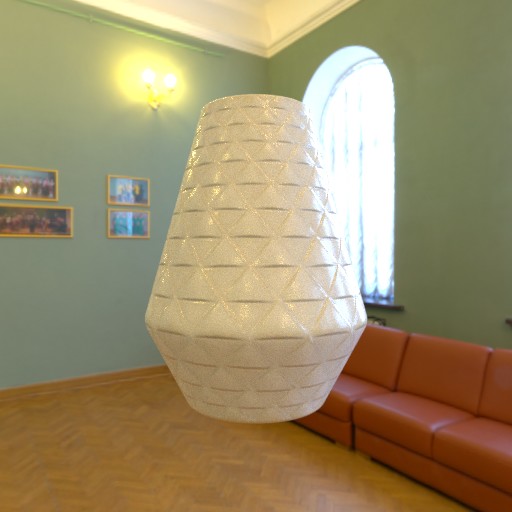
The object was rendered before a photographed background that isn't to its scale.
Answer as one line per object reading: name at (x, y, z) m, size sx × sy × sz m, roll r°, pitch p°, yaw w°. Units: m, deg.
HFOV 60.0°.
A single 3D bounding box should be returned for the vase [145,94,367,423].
vase at (0.000, 0.000, 0.359) m, size 0.175 × 0.230 × 0.175 m, roll 0°, pitch 1°, yaw 0°
